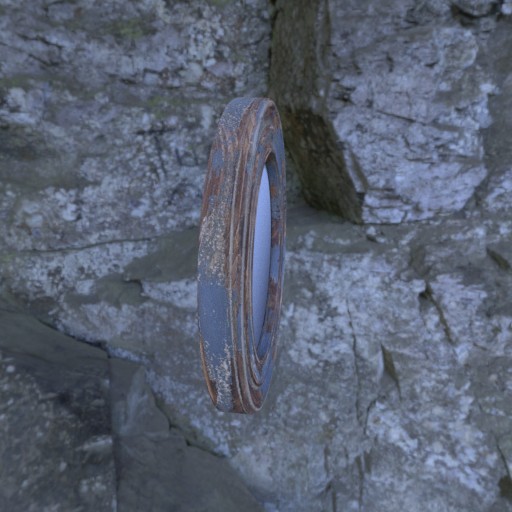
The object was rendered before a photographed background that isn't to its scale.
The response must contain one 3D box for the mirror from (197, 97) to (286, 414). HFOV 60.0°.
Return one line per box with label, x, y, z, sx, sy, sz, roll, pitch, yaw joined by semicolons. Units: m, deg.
mirror;0.000;0.000;0.868;0.061;0.585;0.585;3;16;9
